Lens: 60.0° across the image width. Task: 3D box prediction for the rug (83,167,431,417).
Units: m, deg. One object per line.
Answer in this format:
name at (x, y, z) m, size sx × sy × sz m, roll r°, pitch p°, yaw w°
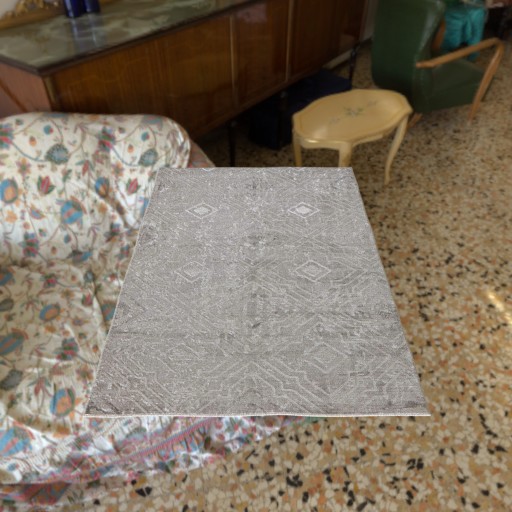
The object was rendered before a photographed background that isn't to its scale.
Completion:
rug at (0.000, 0.000, 4.345) m, size 2.448 × 0.020 × 3.359 m, roll 0°, pitch 42°, yaw 0°
